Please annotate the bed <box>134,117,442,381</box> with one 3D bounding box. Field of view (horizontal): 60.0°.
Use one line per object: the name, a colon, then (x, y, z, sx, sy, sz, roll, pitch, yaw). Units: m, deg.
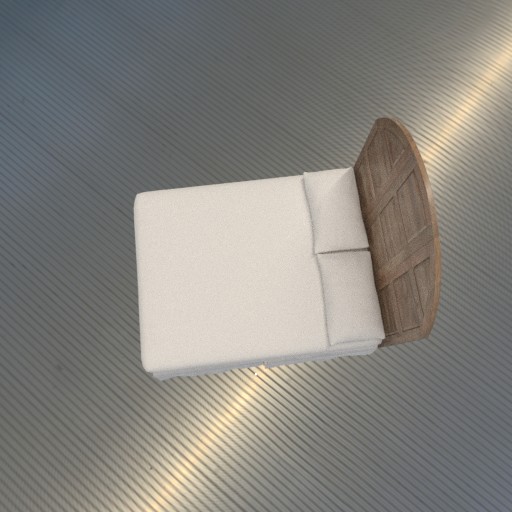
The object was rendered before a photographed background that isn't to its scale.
bed: (0.000, 0.000, 3.501, 2.112, 2.002, 1.713, -6, 75, -2)
